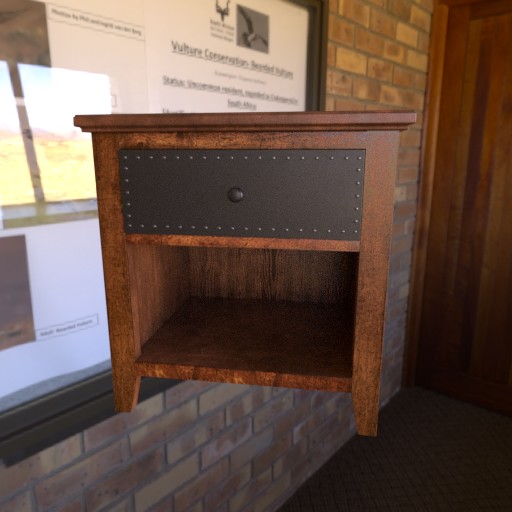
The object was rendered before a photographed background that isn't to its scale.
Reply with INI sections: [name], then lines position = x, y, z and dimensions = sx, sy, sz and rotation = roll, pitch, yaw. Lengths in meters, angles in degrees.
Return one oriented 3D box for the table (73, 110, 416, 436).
[table]
position = 0.000, 0.000, 1.025
dimensions = 0.586, 0.597, 0.461
rotation = 2, 13, 9
